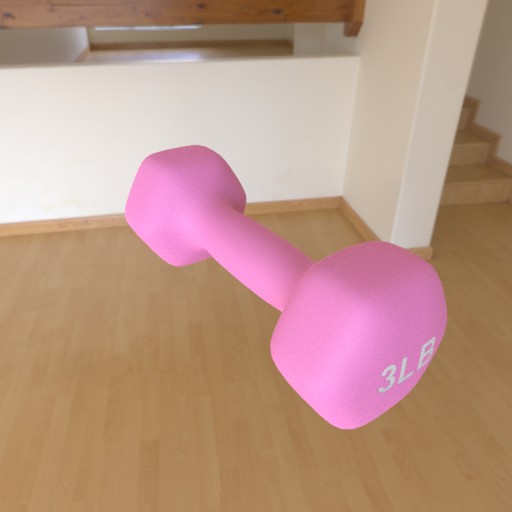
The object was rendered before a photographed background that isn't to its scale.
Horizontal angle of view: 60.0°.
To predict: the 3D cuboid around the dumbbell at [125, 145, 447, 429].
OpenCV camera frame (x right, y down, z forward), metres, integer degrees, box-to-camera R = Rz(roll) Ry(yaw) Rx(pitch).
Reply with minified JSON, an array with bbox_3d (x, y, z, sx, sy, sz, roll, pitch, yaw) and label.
[{"bbox_3d":[0.000,0.000,0.189,0.064,0.058,0.159,-21,38,-29],"label":"dumbbell"}]
